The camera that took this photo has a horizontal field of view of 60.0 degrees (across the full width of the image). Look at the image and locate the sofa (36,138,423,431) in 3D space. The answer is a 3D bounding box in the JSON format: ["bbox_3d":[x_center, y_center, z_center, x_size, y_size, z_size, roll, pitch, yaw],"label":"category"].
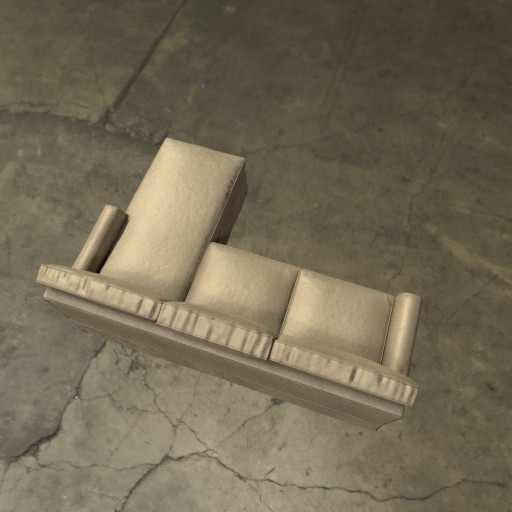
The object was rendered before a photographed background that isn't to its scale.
[{"bbox_3d":[0.000,0.000,3.335,2.475,0.978,1.733,17,65,8],"label":"sofa"}]
